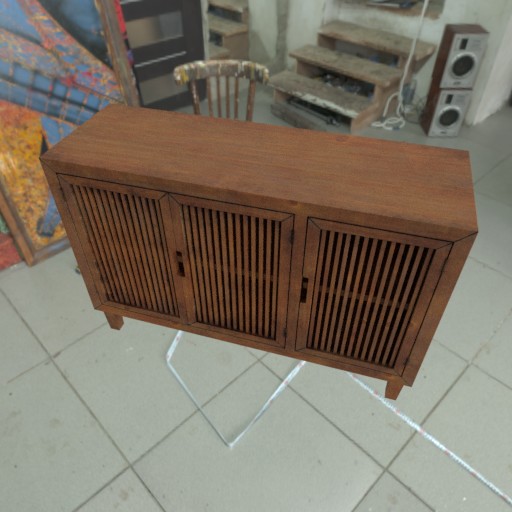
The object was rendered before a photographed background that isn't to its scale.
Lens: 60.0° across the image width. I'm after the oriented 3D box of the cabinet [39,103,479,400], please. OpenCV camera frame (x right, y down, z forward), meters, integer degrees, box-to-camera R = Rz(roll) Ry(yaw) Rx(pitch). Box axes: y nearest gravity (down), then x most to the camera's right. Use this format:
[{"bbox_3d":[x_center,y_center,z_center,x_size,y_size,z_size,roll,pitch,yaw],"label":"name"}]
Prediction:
[{"bbox_3d":[0.000,0.000,1.573,1.204,0.805,0.403,11,43,12],"label":"cabinet"}]
